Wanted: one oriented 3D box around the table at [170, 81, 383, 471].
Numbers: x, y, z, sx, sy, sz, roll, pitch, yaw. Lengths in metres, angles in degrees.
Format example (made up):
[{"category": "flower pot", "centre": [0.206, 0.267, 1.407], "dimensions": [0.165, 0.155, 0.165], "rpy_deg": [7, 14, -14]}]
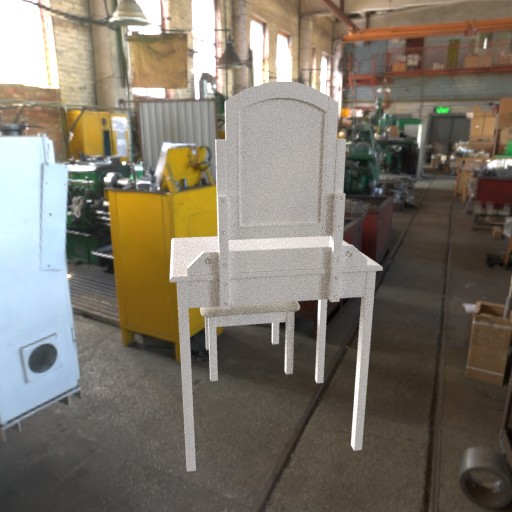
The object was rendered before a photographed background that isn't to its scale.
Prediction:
[{"category": "table", "centre": [0.000, 0.000, 2.357], "dimensions": [0.876, 1.631, 1.211], "rpy_deg": [-3, 16, -9]}]
